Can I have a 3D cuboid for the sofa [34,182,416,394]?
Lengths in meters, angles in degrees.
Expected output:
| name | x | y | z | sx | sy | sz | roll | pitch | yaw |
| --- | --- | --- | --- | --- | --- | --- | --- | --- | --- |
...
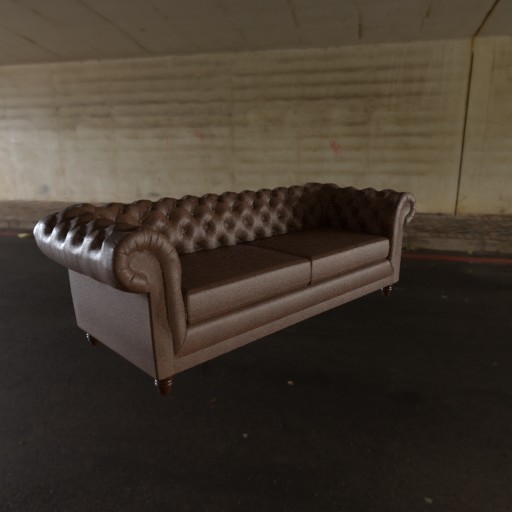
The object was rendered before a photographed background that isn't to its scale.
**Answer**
| name | x | y | z | sx | sy | sz | roll | pitch | yaw |
| --- | --- | --- | --- | --- | --- | --- | --- | --- | --- |
| sofa | 0.000 | 0.000 | 2.811 | 2.385 | 0.783 | 0.944 | -13 | 19 | -43 |
